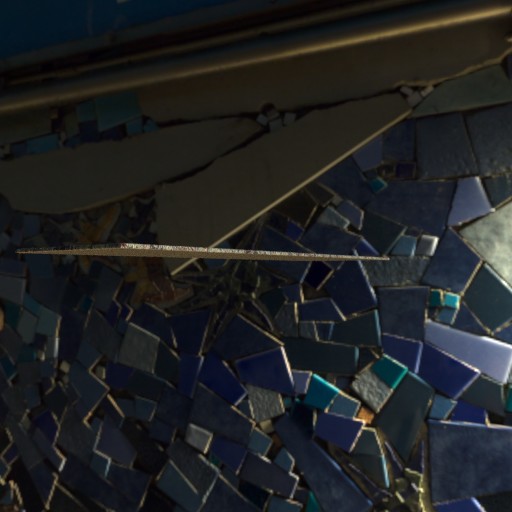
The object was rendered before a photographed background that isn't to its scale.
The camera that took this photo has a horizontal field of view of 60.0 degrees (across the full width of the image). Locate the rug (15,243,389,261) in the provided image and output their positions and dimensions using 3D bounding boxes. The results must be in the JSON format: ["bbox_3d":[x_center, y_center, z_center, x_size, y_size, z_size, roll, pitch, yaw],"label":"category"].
[{"bbox_3d":[0.000,0.000,2.471,0.688,0.015,2.292,-1,-2,37],"label":"rug"}]
